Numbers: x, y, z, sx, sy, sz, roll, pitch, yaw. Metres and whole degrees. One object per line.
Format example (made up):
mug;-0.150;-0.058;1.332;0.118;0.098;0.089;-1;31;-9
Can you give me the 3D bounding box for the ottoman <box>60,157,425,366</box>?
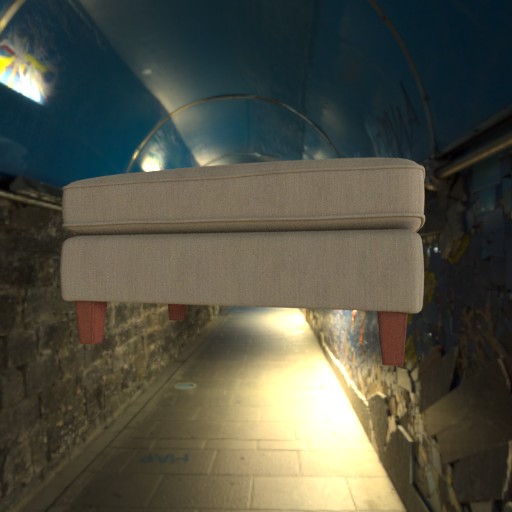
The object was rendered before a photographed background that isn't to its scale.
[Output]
ottoman;0.000;0.000;1.333;0.941;0.480;0.636;0;-1;18
